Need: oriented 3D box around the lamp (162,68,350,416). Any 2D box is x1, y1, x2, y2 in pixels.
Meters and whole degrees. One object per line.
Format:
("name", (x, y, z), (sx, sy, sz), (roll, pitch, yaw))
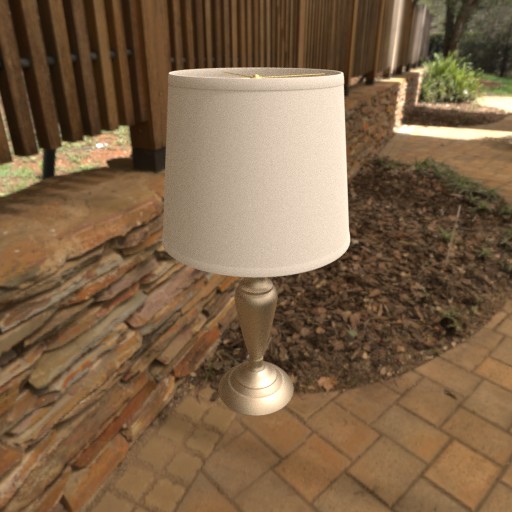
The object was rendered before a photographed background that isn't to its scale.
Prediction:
("lamp", (0.000, 0.000, 0.807), (0.328, 0.619, 0.328), (0, 26, 0))
